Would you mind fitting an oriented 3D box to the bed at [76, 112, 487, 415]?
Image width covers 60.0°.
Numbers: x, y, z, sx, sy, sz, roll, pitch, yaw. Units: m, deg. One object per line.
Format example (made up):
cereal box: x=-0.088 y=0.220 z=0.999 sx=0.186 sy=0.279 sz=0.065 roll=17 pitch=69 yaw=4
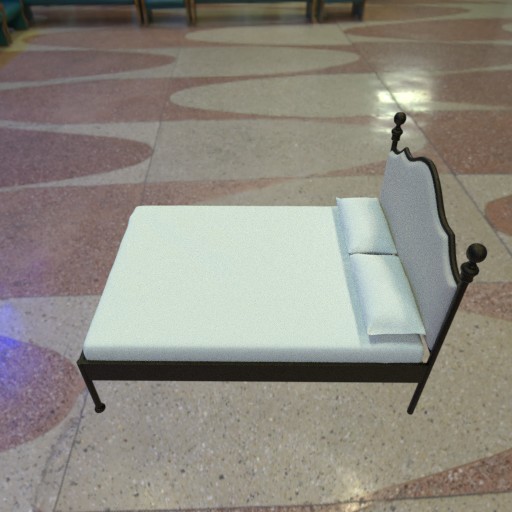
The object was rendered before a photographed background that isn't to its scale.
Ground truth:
bed: x=0.000 y=0.000 z=3.175 sx=2.224 sy=1.499 sz=1.642 roll=0 pitch=41 yaw=0
